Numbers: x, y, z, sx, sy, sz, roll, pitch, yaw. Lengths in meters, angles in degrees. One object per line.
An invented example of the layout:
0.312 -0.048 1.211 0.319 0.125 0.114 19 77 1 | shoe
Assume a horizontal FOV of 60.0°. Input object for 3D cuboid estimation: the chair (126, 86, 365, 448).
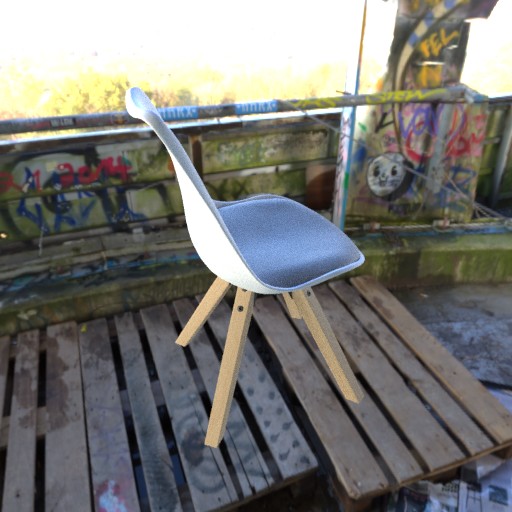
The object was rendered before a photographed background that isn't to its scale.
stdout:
0.000 0.000 1.184 0.550 0.850 0.485 -11 33 -17 | chair
